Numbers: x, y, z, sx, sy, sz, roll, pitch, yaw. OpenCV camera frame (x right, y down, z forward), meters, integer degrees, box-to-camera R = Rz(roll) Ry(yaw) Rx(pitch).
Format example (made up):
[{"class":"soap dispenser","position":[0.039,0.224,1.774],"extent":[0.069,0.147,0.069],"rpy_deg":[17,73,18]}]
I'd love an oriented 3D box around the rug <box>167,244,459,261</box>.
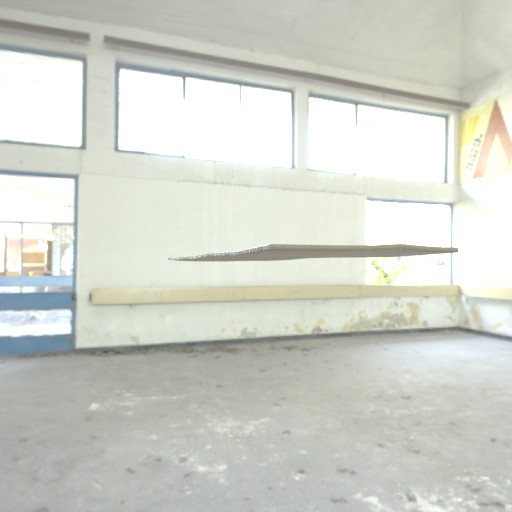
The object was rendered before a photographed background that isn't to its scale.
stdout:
[{"class":"rug","position":[0.000,0.000,2.674],"extent":[0.752,0.051,2.452],"rpy_deg":[1,-2,-19]}]
